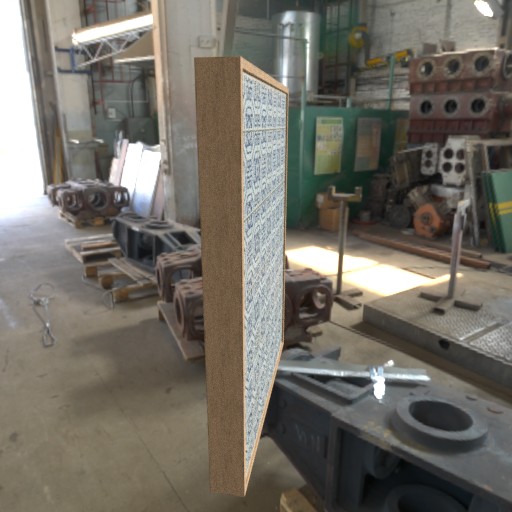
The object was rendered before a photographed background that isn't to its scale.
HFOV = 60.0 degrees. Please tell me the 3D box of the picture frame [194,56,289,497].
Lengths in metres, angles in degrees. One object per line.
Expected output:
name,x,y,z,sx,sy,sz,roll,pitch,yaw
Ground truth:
picture frame,0.000,0.000,0.701,0.046,0.526,0.421,3,17,10
